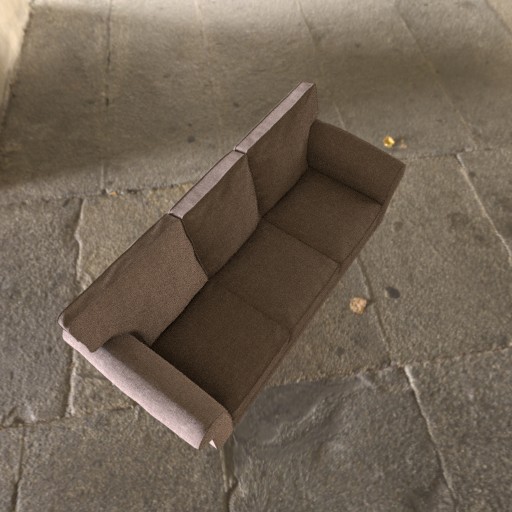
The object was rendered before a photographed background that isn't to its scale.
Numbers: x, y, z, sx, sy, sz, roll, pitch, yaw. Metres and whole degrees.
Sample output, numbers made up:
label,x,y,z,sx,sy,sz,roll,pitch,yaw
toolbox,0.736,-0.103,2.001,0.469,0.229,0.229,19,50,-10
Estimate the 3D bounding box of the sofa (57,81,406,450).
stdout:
label,x,y,z,sx,sy,sz,roll,pitch,yaw
sofa,0.000,0.000,2.637,0.916,0.961,2.084,32,64,18
